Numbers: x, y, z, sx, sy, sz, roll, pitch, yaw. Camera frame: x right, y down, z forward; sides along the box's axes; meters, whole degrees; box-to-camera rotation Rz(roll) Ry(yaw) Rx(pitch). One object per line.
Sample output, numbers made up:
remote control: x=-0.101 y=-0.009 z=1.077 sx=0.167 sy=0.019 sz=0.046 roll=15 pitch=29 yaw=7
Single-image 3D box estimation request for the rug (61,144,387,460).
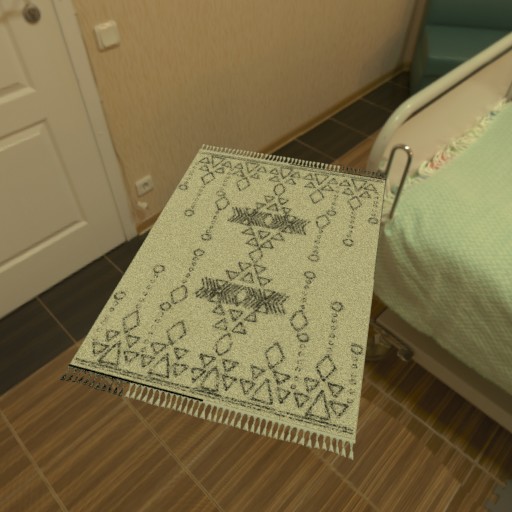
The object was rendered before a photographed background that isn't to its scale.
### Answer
rug: x=0.000 y=0.000 z=3.029 sx=1.600 sy=0.013 sz=2.312 roll=11 pitch=49 yaw=10
